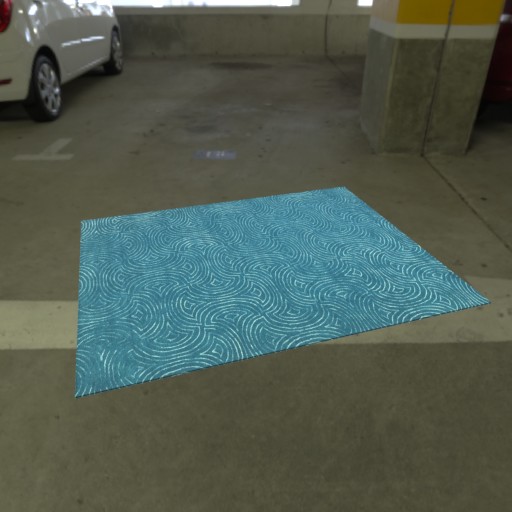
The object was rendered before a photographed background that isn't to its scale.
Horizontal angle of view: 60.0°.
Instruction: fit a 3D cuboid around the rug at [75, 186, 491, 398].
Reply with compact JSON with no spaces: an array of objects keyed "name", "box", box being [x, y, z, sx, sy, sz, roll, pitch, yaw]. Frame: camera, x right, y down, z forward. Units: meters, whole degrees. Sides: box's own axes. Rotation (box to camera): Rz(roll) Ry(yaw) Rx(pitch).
[{"name":"rug","box":[0.000,0.000,4.010,3.033,0.012,2.432,-9,33,-15]}]
